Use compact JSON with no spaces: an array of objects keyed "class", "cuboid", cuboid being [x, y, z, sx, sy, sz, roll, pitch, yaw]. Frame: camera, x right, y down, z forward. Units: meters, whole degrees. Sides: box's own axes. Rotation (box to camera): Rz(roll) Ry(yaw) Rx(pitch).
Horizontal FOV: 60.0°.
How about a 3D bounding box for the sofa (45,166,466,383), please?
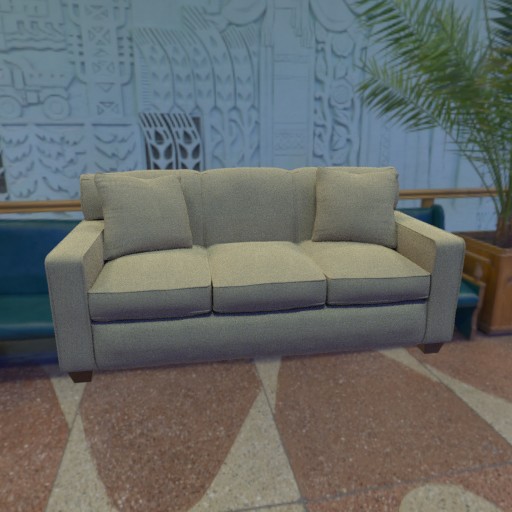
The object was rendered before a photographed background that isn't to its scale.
[{"class":"sofa","cuboid":[0.000,0.000,2.547,2.024,0.958,0.997,-3,17,-9]}]
